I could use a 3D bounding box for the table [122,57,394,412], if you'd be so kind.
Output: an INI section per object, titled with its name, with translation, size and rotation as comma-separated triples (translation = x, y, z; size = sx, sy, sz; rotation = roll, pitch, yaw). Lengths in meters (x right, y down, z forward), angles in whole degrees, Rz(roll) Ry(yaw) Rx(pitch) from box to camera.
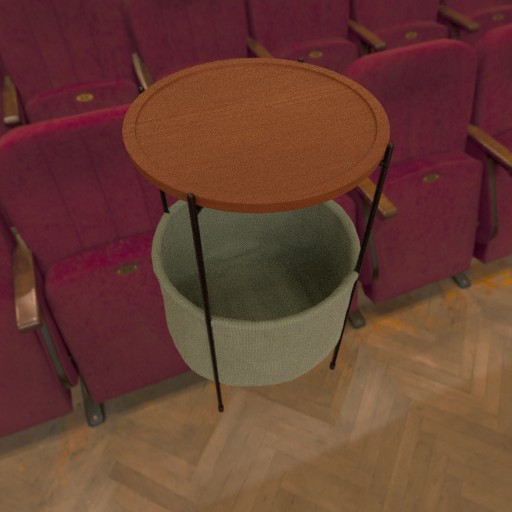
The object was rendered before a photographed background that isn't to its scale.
[table]
translation = 0.000, 0.000, 0.880
size = 0.400, 0.623, 0.400
rotation = -17, 50, -14
